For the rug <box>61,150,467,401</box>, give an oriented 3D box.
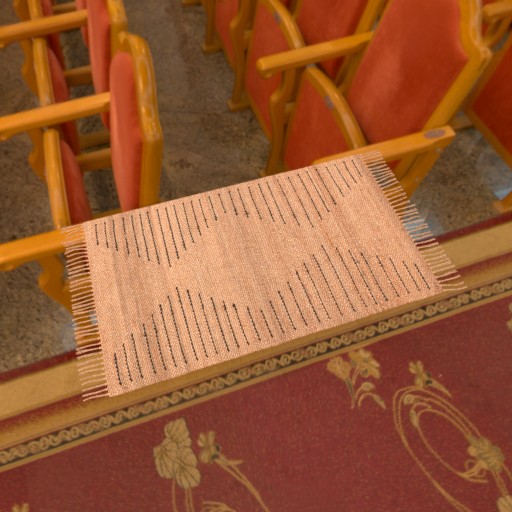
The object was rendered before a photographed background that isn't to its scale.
[{"bbox_3d":[0.000,0.000,2.073,1.718,0.017,0.905,-16,59,-9],"label":"rug"}]
